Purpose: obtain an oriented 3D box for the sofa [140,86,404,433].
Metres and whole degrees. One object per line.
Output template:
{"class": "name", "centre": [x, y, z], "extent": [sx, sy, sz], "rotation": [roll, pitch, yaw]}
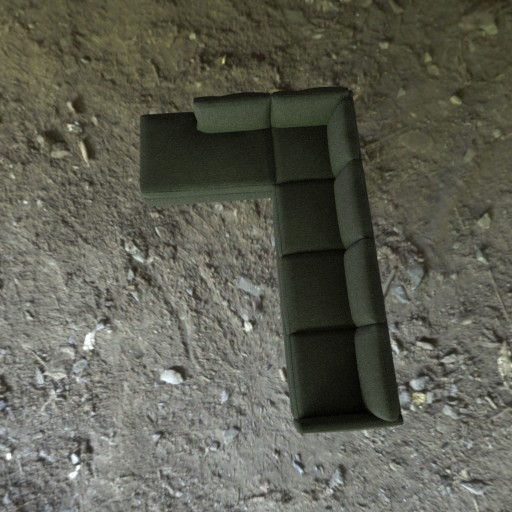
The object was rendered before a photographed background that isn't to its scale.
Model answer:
{"class": "sofa", "centre": [0.000, 0.000, 3.853], "extent": [2.007, 0.815, 2.949], "rotation": [-4, 75, -1]}
